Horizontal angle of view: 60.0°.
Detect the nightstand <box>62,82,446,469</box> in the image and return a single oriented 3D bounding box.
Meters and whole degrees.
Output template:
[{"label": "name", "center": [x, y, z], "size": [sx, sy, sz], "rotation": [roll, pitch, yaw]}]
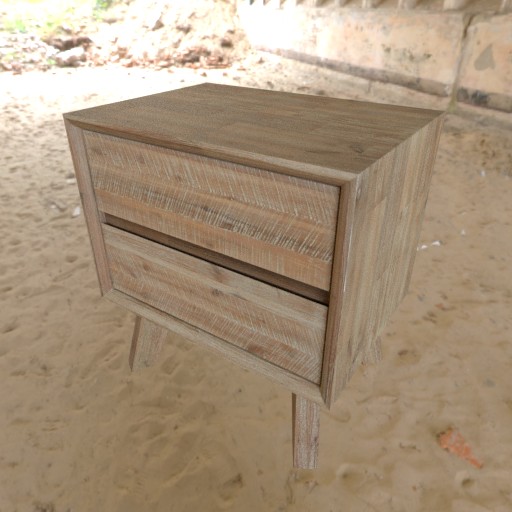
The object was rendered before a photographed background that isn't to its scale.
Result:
[{"label": "nightstand", "center": [0.000, 0.000, 0.933], "size": [0.552, 0.589, 0.396], "rotation": [19, 35, 29]}]
